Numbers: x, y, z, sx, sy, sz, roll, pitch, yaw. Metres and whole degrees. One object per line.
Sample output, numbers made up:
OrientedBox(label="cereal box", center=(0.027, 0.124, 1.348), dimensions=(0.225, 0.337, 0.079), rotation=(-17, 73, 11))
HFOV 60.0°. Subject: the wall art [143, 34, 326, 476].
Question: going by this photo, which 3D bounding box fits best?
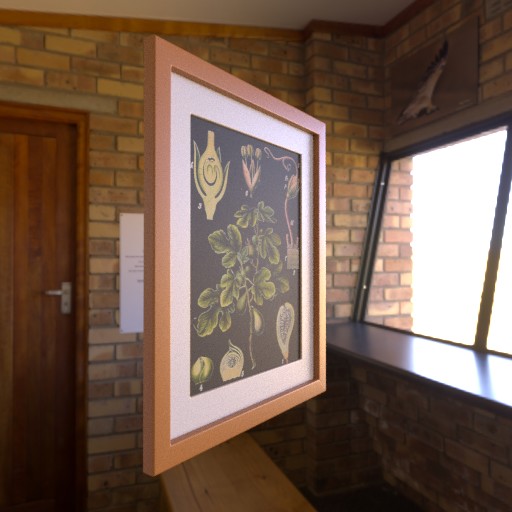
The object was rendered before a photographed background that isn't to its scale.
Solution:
OrientedBox(label="wall art", center=(0.000, 0.000, 0.506), dimensions=(0.015, 0.379, 0.310), rotation=(0, -1, 37))
